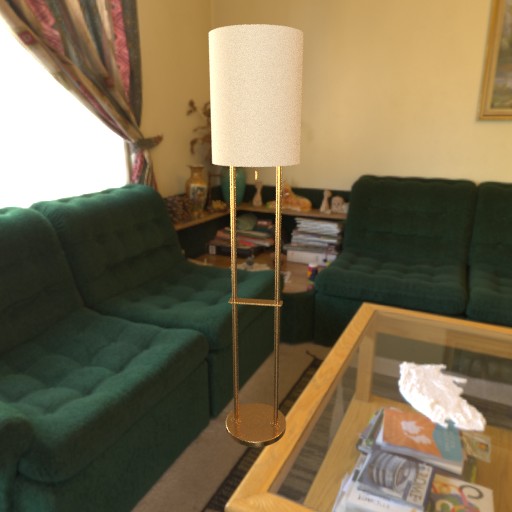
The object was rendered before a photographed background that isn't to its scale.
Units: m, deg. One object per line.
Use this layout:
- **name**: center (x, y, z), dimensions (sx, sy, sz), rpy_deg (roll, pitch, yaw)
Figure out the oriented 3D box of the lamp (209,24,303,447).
- **lamp**: center (0.000, 0.000, 1.651), dimensions (0.306, 1.500, 0.305), rpy_deg (3, 17, 9)
